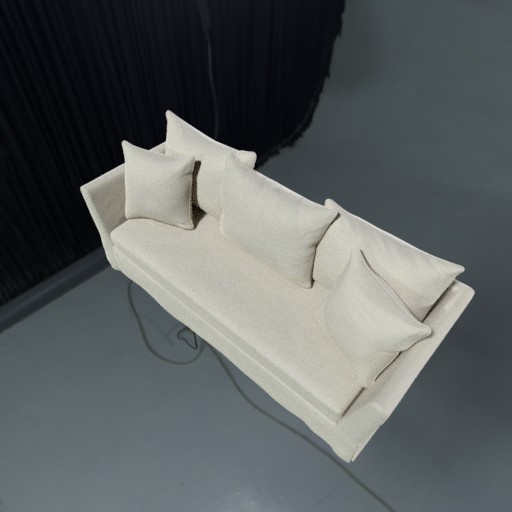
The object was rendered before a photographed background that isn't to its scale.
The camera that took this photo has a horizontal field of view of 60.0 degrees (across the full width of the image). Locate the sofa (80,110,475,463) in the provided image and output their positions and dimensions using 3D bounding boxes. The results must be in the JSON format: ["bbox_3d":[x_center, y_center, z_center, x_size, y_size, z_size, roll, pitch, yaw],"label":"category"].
[{"bbox_3d":[0.000,0.000,2.991,2.499,1.047,1.046,33,55,27],"label":"sofa"}]
